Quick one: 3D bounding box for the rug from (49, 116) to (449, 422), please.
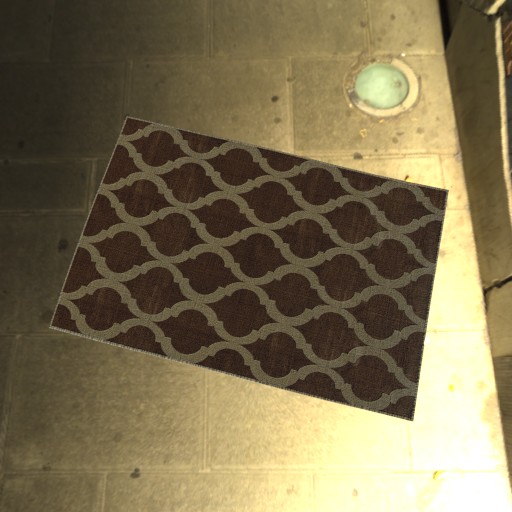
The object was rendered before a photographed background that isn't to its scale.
[{"bbox_3d":[0.000,0.000,2.854,2.284,0.008,1.522,14,76,3],"label":"rug"}]
